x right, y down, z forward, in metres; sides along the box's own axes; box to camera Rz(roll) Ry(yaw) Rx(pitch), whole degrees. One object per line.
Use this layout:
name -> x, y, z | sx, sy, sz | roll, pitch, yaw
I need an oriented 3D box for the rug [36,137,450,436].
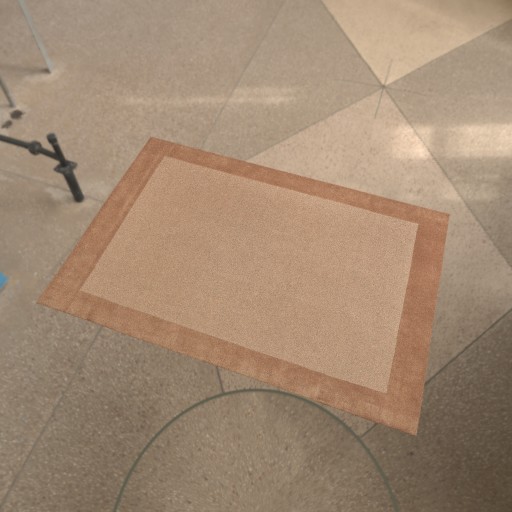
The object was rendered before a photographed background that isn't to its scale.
rug -> 0.000, 0.000, 2.292 | 1.829, 0.014, 1.219 | 17, 59, 10
